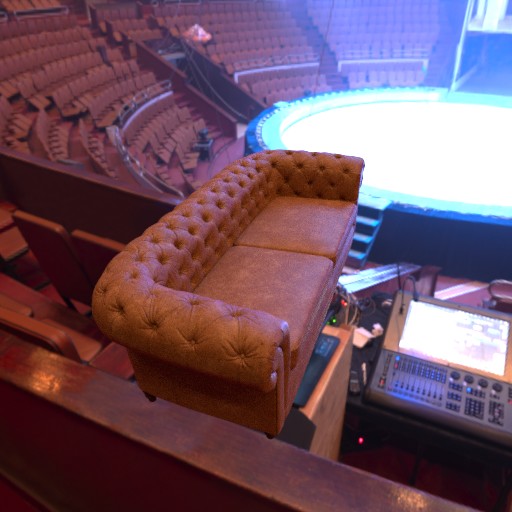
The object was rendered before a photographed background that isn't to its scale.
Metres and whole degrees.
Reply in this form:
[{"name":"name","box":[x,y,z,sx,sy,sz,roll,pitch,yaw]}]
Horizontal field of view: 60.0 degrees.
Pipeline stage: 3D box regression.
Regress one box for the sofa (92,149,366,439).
[{"name":"sofa","box":[0.000,0.000,2.769,0.989,0.760,2.365,11,32,17]}]
